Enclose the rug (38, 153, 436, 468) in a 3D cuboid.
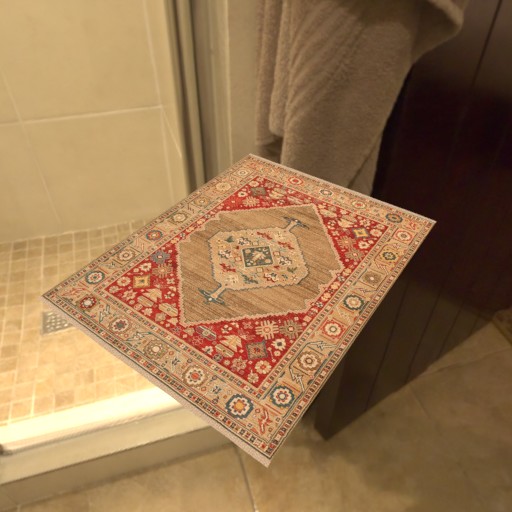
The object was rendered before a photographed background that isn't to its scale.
[{"bbox_3d":[0.000,0.000,4.268,2.451,0.008,3.143,26,48,26],"label":"rug"}]
